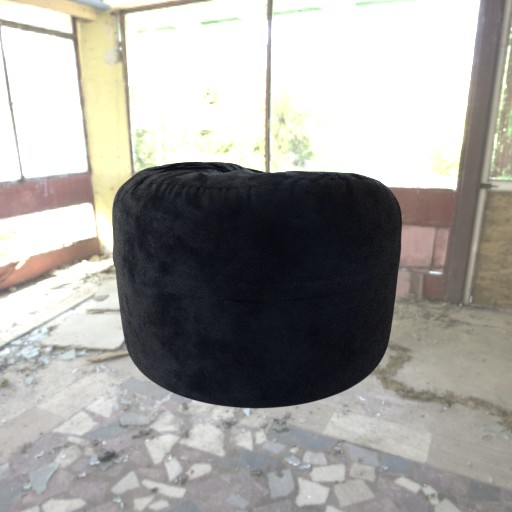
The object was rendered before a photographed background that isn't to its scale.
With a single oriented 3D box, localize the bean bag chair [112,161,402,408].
[{"bbox_3d":[0.000,0.000,1.488,0.918,0.616,0.918,0,16,0],"label":"bean bag chair"}]
